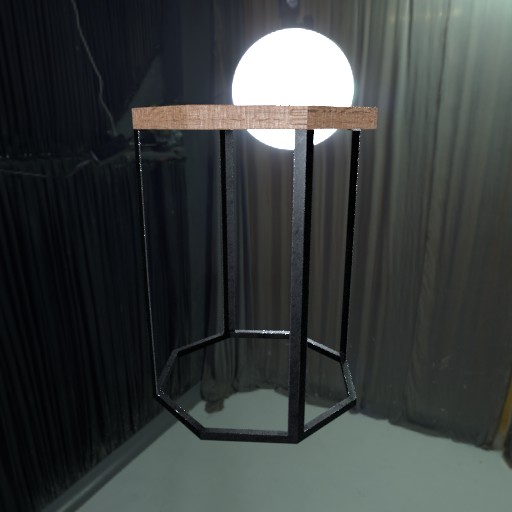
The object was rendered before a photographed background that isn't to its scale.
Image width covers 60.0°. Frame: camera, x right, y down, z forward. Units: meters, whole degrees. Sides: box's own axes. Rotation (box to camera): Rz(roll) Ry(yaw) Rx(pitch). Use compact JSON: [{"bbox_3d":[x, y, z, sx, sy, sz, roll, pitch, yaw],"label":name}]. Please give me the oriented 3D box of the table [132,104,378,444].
[{"bbox_3d":[0.000,0.000,0.883,0.437,0.553,0.437,8,18,25],"label":"table"}]
